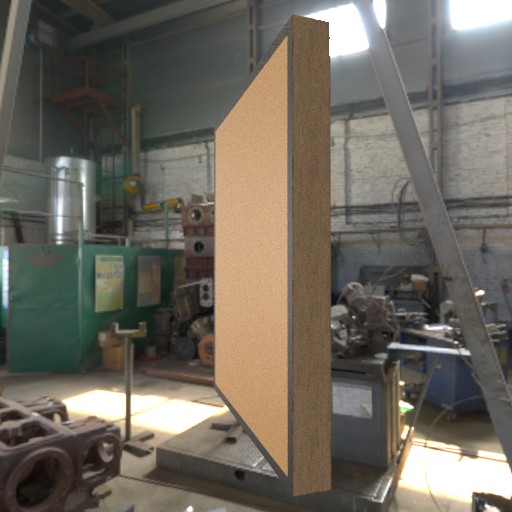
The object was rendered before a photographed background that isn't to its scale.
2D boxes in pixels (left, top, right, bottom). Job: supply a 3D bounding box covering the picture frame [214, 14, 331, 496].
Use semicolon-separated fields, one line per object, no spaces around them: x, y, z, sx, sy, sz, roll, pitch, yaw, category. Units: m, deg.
0.000;0.000;0.691;0.046;0.526;0.421;0;-1;-17;picture frame
